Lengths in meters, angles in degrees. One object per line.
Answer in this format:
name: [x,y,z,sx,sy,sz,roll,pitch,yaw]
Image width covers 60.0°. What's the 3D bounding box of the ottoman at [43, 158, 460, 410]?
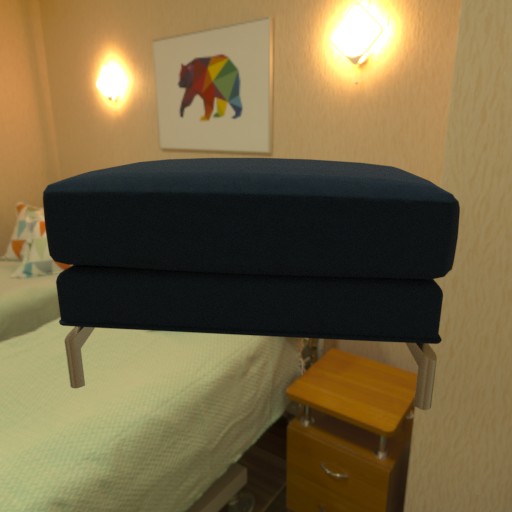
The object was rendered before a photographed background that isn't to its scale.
ottoman: [0.000,0.000,1.181,0.835,0.498,0.587,2,16,6]
